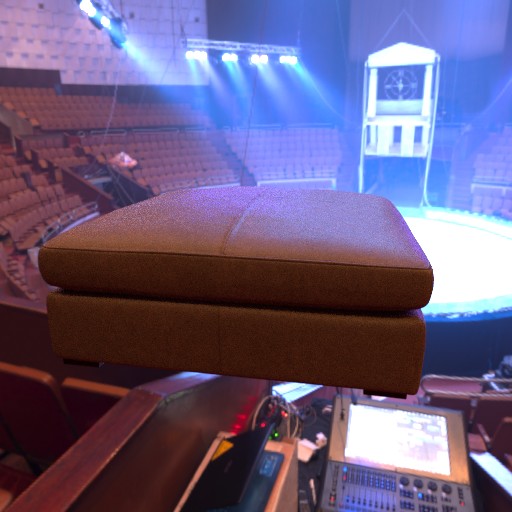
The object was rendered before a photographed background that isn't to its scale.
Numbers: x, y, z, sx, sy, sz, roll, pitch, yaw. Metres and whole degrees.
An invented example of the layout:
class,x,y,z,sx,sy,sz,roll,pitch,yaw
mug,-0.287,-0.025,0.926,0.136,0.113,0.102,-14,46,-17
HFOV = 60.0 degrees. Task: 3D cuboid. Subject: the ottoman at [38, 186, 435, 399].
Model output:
class,x,y,z,sx,sy,sz,roll,pitch,yaw
ottoman,0.000,0.000,1.791,1.168,0.490,1.168,3,17,10
